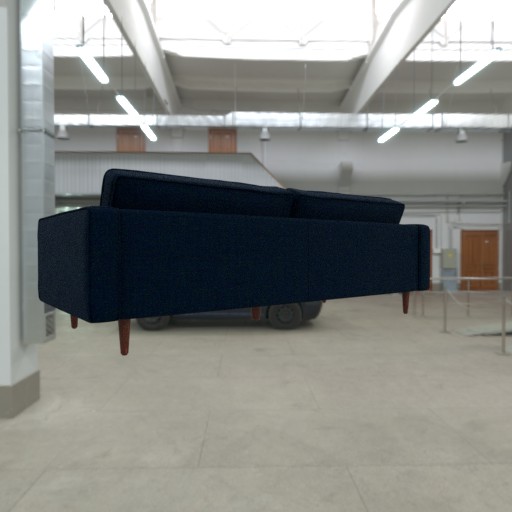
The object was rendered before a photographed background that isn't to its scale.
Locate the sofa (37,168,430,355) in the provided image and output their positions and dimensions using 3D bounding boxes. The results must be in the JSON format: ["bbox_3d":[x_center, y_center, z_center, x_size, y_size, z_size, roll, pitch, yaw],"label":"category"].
[{"bbox_3d":[0.000,0.000,2.620,2.210,0.762,0.914,-1,1,-37],"label":"sofa"}]
